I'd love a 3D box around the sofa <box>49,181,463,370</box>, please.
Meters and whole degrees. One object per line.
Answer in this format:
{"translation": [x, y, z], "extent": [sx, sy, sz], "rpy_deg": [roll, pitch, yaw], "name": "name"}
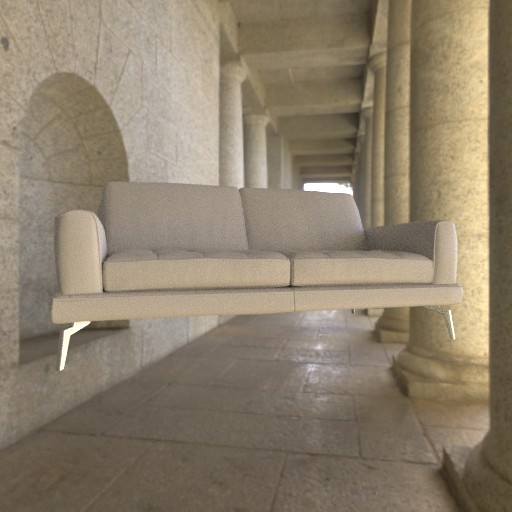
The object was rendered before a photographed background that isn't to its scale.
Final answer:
{"translation": [0.000, 0.000, 2.669], "extent": [2.177, 0.930, 1.121], "rpy_deg": [0, 0, -19], "name": "sofa"}
